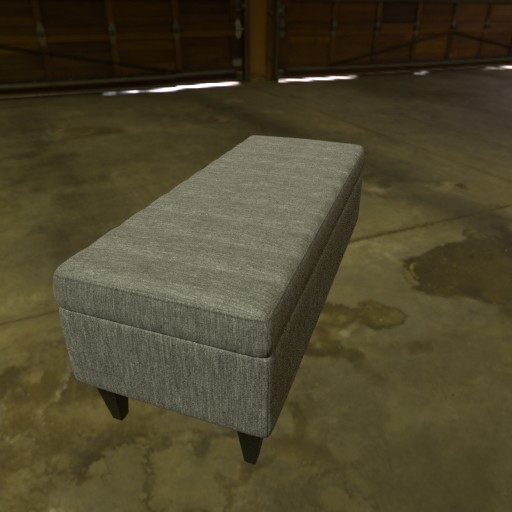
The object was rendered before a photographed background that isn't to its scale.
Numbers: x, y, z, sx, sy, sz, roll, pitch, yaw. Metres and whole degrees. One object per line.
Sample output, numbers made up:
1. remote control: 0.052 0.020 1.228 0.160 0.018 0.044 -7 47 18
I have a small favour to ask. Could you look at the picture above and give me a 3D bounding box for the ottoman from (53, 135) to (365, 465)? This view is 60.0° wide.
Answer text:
1. ottoman: 0.000 0.000 1.382 0.482 0.469 1.151 10 31 17
